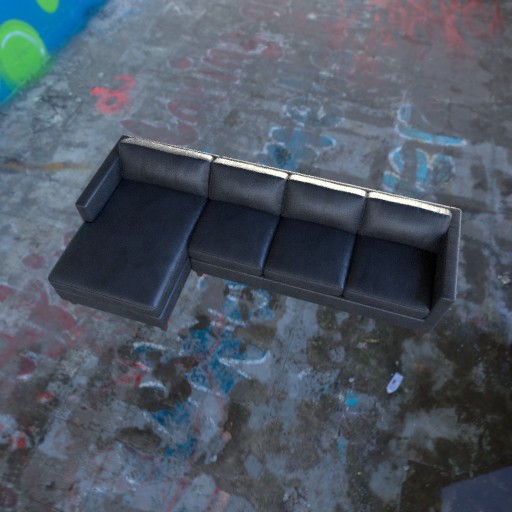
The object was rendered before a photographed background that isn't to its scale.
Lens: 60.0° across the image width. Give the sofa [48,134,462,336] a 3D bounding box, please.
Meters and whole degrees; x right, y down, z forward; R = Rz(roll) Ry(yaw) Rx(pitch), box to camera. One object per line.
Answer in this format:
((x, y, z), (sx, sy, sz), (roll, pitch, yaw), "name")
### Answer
((0.000, 0.000, 3.874), (3.203, 0.883, 1.581), (14, 58, 9), "sofa")
